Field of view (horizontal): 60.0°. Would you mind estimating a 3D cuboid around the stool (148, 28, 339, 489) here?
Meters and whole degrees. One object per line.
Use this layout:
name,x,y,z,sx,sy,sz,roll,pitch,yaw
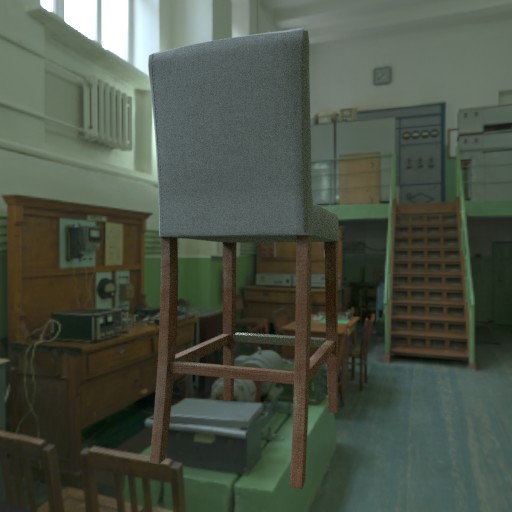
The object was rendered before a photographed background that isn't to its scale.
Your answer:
stool,0.000,0.000,1.356,0.439,1.088,0.570,0,1,18
